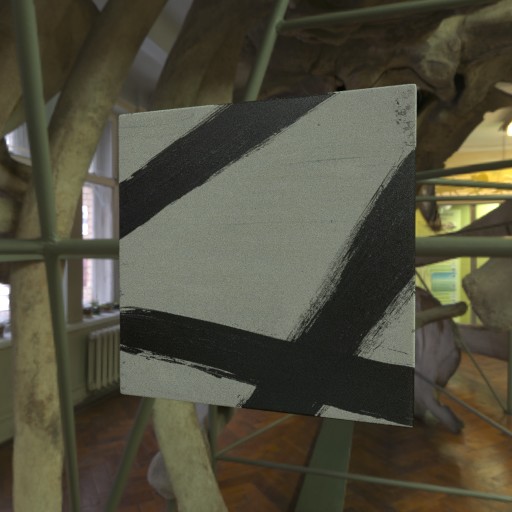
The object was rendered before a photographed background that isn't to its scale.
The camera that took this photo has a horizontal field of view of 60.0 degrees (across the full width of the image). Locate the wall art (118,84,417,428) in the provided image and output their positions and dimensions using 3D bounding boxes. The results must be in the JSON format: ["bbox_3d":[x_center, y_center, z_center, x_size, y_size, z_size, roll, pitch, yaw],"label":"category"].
[{"bbox_3d":[0.000,0.000,0.752,0.507,0.508,0.050,0,1,18],"label":"wall art"}]
